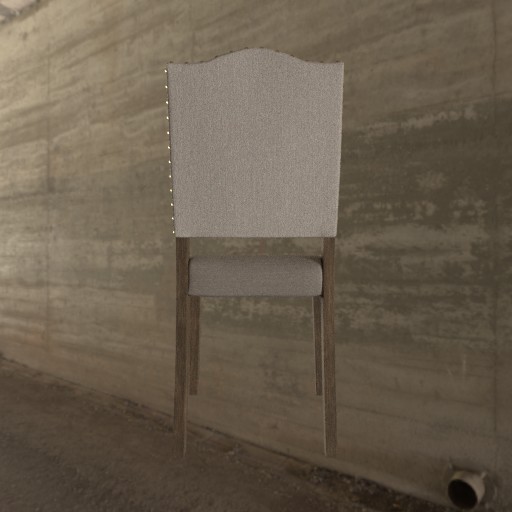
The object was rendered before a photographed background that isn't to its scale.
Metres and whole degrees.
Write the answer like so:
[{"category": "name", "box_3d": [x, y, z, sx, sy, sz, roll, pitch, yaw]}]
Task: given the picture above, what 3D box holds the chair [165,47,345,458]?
[{"category": "chair", "box_3d": [0.000, 0.000, 1.365, 0.508, 1.020, 0.620, 0, -1, 1]}]
